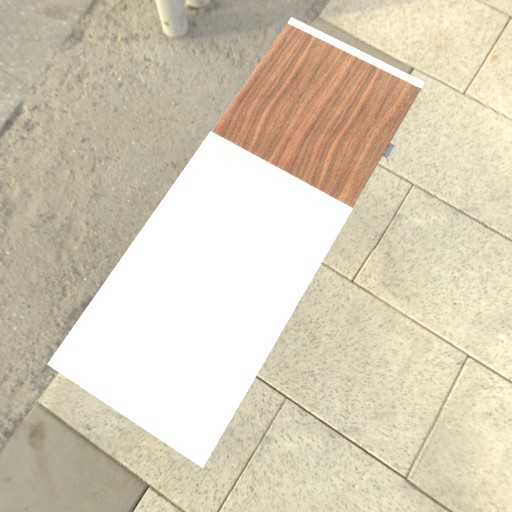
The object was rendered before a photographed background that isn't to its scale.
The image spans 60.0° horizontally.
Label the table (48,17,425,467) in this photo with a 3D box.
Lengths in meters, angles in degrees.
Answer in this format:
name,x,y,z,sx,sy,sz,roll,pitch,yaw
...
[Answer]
name,x,y,z,sx,sy,sz,roll,pitch,yaw
table,0.000,0.000,1.432,0.418,0.785,1.066,30,77,8
